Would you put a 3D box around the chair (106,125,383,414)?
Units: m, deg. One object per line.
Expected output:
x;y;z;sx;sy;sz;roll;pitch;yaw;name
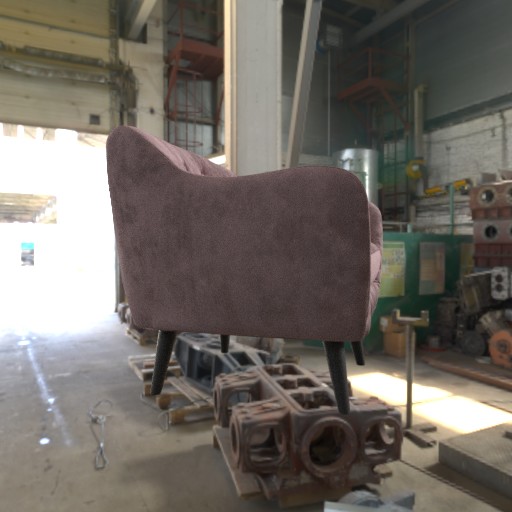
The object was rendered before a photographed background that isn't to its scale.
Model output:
0.000;0.000;1.515;0.820;0.820;0.840;0;1;18;chair
